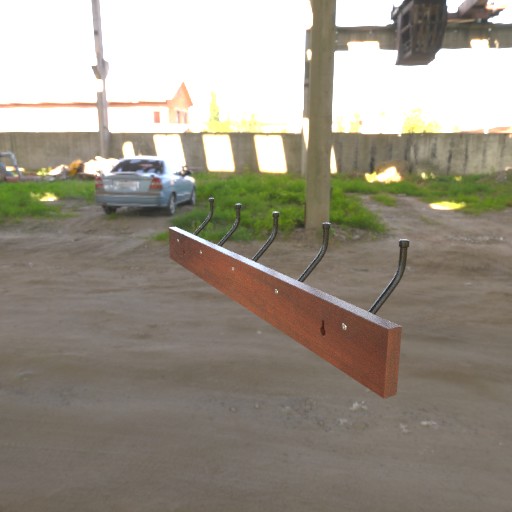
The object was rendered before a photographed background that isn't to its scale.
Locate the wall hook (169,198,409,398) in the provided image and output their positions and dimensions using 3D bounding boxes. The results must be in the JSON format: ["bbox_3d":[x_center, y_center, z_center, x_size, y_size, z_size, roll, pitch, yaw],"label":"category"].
[{"bbox_3d":[0.000,0.000,0.607,0.071,0.117,0.571,-7,14,-27],"label":"wall hook"}]
